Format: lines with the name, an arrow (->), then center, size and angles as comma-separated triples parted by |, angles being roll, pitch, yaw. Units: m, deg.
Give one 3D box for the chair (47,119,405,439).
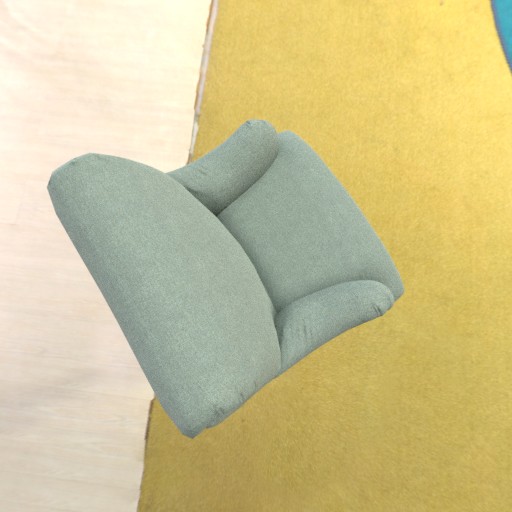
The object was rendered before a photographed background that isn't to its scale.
chair -> 0.000, 0.000, 1.880 | 1.060, 1.178, 0.964 | -31, 78, -7
